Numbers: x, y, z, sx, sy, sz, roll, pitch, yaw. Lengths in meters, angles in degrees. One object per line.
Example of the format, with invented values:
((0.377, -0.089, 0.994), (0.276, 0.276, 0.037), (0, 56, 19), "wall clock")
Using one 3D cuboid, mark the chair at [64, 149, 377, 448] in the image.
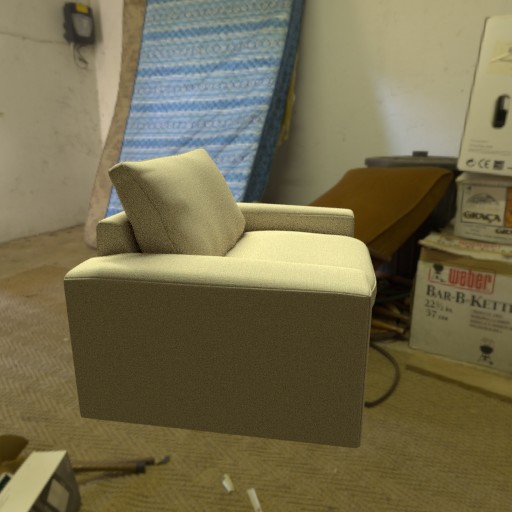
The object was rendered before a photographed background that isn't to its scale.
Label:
((0.000, 0.000, 2.032), (1.039, 0.915, 1.398), (3, 16, 9), "chair")
